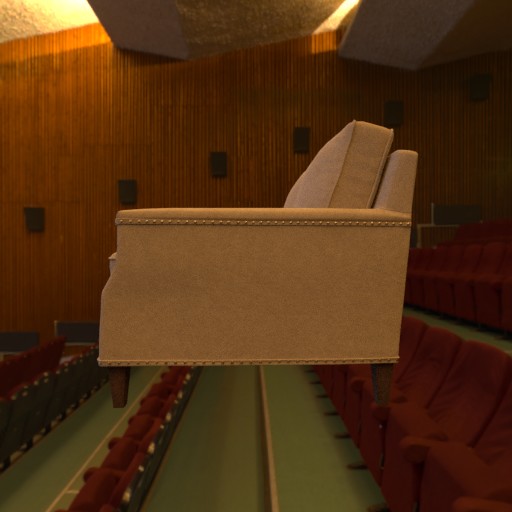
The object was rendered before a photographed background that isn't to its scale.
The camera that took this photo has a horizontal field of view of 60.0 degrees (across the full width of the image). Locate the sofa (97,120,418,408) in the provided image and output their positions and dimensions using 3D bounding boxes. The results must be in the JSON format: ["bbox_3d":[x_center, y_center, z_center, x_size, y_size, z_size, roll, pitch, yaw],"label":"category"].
[{"bbox_3d":[0.000,0.000,2.224,1.084,1.002,1.597,0,0,-1],"label":"sofa"}]
